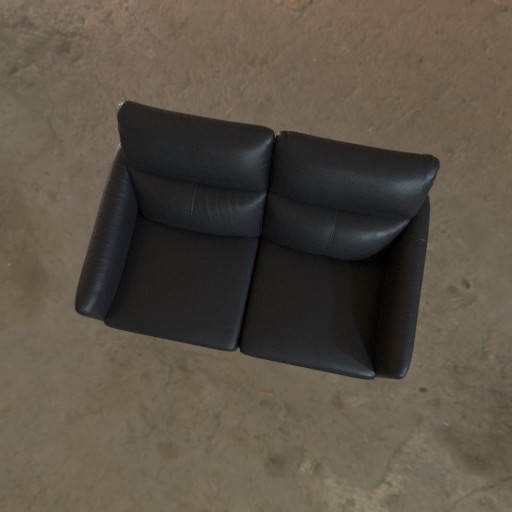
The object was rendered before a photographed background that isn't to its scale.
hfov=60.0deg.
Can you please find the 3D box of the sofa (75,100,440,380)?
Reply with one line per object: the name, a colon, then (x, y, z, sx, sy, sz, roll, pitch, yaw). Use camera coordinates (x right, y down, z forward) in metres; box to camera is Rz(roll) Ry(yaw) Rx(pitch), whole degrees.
sofa: (0.000, 0.000, 2.194, 1.596, 0.920, 0.958, 11, 76, 3)
